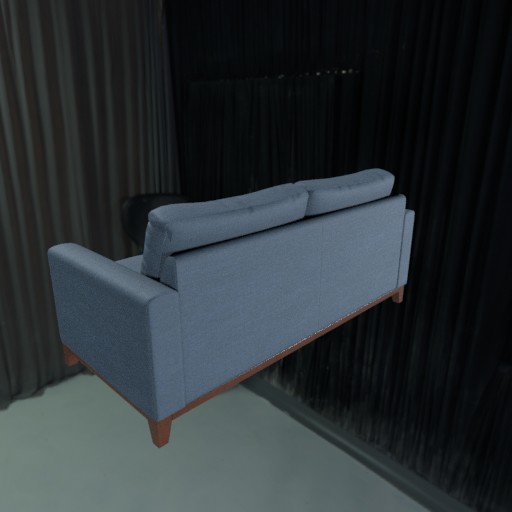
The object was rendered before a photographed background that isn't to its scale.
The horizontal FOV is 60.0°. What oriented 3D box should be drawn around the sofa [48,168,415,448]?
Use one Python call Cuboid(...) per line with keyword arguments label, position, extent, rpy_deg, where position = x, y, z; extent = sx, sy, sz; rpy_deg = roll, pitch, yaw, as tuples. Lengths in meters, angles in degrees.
Cuboid(label="sofa", position=(0.000, 0.000, 2.430), extent=(0.877, 0.865, 1.900), rpy_deg=(18, 25, 42))
